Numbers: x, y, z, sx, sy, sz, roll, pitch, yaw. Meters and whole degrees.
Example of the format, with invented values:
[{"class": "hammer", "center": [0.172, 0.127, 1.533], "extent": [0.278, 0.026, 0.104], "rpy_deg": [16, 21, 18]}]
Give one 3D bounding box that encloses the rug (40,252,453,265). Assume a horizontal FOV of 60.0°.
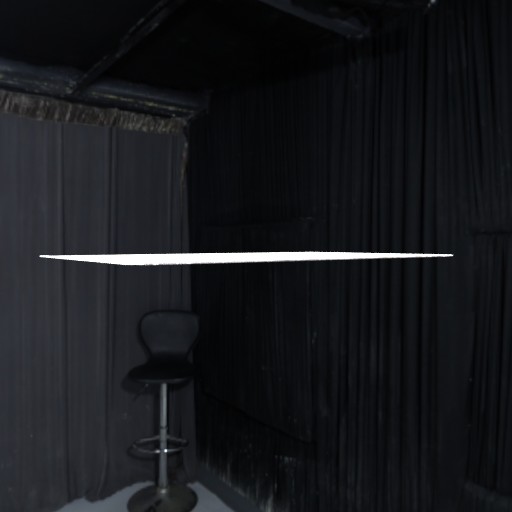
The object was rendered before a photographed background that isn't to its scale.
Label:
[{"class": "rug", "center": [0.000, 0.000, 3.068], "extent": [2.440, 0.010, 1.528], "rpy_deg": [-1, 2, -38]}]
